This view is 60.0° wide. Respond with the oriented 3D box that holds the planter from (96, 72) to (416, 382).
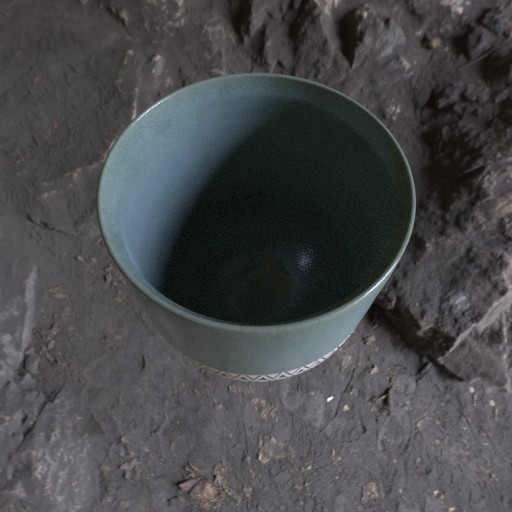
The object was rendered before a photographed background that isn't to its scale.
[{"bbox_3d":[0.000,0.000,0.491,0.266,0.270,0.266,0,62,0],"label":"planter"}]
